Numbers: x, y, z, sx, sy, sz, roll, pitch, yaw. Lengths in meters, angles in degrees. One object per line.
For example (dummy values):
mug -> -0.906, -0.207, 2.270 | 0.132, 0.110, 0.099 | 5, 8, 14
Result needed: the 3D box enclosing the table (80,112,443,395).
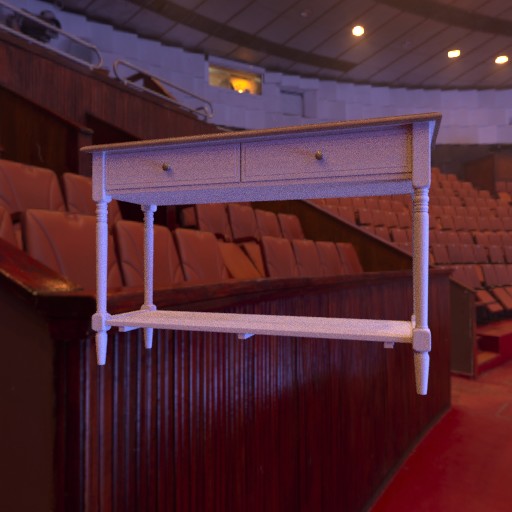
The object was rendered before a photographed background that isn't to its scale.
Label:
table -> 0.000, 0.000, 1.603 | 1.219, 0.800, 0.399 | 0, 0, 19
